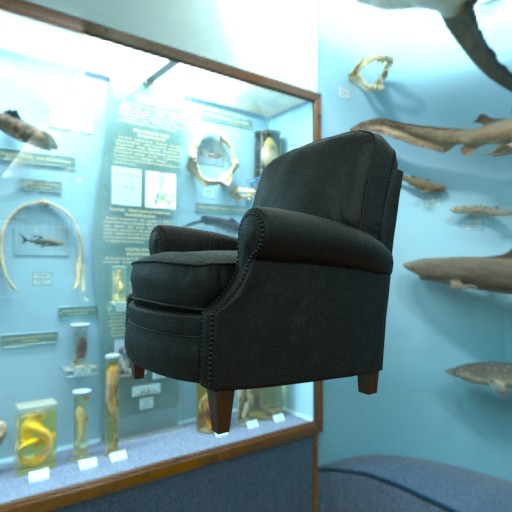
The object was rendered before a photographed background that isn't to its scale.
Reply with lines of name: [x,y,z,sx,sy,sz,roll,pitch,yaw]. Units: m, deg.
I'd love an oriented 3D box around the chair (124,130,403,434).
chair: [0.000,0.000,1.768,0.986,1.018,0.936,1,-1,-34]
